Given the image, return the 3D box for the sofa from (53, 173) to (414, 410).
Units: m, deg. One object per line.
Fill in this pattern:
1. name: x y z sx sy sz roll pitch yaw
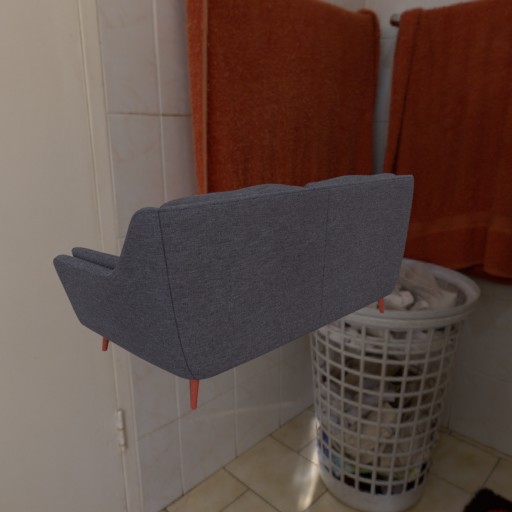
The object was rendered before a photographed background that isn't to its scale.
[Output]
1. sofa: 0.000 0.000 2.507 1.929 0.896 0.975 -14 21 -42
